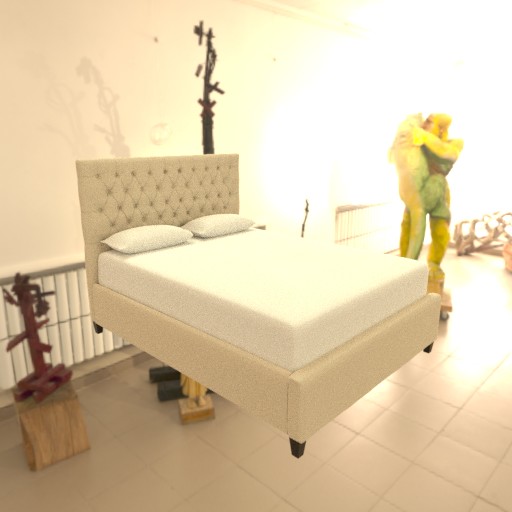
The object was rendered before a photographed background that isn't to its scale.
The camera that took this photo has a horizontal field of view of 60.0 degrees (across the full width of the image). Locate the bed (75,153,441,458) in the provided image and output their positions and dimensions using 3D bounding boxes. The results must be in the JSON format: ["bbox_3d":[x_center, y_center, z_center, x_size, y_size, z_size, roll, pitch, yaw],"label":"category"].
[{"bbox_3d":[0.000,0.000,3.373,2.233,1.426,1.696,14,21,42],"label":"bed"}]
